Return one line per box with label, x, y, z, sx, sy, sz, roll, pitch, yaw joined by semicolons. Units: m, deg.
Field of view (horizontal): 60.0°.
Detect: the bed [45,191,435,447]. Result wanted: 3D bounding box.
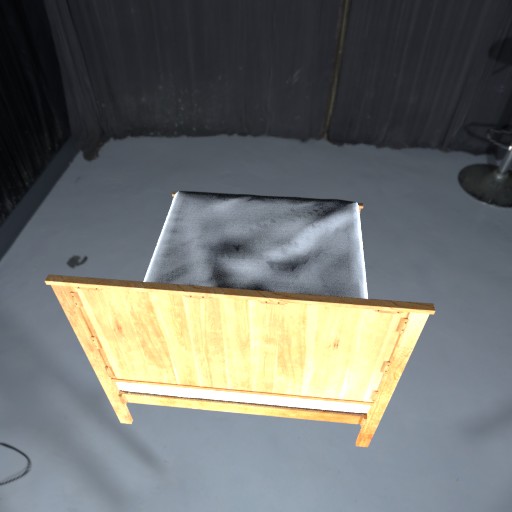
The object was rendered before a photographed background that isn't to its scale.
bed;0.000;0.000;3.549;1.936;1.686;2.201;4;46;4
